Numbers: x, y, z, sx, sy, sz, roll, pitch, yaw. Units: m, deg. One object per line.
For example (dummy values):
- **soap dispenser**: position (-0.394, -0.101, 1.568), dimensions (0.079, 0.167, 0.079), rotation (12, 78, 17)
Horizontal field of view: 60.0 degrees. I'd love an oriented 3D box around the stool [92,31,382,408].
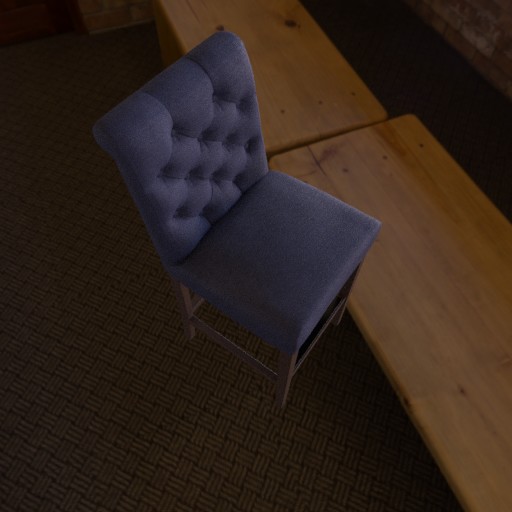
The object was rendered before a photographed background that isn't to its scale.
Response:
- **stool**: position (0.000, 0.000, 1.442), dimensions (0.601, 1.140, 0.493), rotation (32, 63, 18)
